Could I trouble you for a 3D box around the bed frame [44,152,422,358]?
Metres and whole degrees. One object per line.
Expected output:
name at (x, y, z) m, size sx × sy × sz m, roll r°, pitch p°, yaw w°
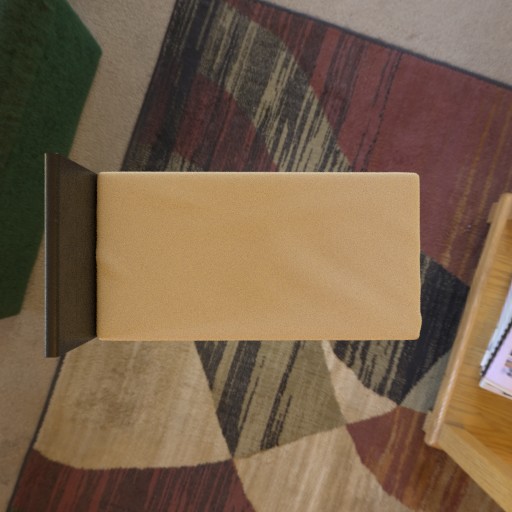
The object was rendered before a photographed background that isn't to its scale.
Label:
bed frame at (0.000, 0.000, 2.566) m, size 2.152 × 1.046 × 1.038 m, roll 0°, pitch 90°, yaw -1°
